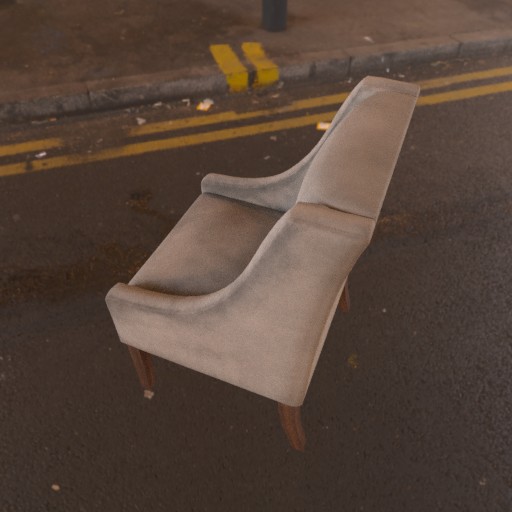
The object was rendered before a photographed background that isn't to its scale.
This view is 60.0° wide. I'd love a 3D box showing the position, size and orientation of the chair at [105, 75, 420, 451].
[{"bbox_3d":[0.000,0.000,1.279,0.629,0.895,0.629,16,48,15],"label":"chair"}]
